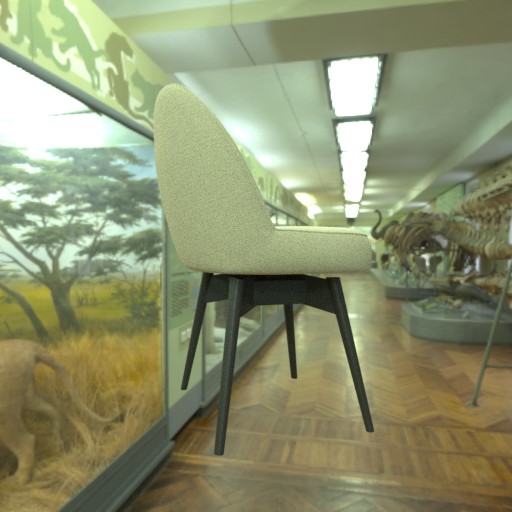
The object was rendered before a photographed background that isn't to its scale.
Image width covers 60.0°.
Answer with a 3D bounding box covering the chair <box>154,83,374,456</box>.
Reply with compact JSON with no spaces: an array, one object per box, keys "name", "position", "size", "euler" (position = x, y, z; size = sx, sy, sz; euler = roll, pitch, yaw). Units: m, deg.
[{"name":"chair","position":[0.000,0.000,1.210],"size":[0.540,0.838,0.532],"euler":[0,1,-19]}]
